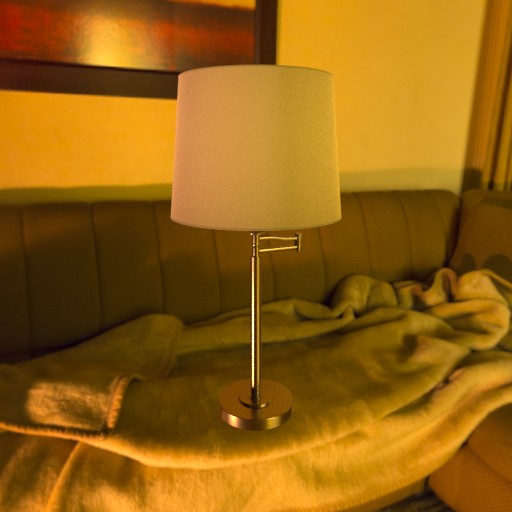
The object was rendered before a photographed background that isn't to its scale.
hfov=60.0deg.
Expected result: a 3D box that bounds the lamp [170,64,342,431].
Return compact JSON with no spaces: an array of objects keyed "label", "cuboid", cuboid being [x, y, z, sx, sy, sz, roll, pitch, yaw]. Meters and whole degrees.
[{"label":"lamp","cuboid":[0.000,0.000,0.898,0.333,0.696,0.333,0,14,0]}]
